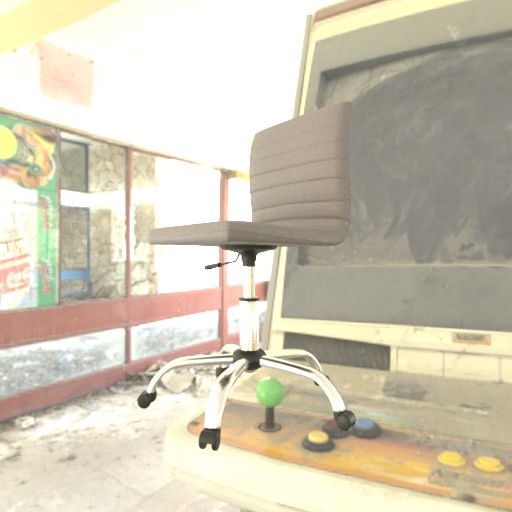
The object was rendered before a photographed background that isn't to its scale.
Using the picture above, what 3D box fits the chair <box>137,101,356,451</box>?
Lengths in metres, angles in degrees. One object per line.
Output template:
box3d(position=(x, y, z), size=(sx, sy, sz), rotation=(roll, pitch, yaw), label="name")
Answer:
box3d(position=(0.000, 0.000, 1.168), size=(0.530, 0.780, 0.556), rotation=(0, 0, -37), label="chair")
